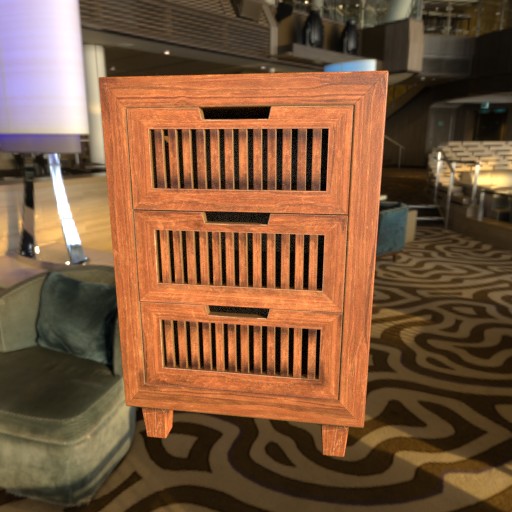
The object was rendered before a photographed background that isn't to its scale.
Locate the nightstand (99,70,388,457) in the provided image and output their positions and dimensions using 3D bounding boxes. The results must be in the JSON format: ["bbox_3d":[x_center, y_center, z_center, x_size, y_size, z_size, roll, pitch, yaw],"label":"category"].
[{"bbox_3d":[0.000,0.000,0.978,0.465,0.695,0.410,2,15,9],"label":"nightstand"}]
